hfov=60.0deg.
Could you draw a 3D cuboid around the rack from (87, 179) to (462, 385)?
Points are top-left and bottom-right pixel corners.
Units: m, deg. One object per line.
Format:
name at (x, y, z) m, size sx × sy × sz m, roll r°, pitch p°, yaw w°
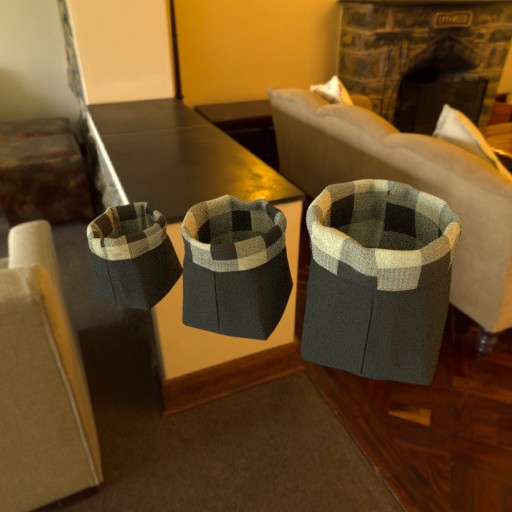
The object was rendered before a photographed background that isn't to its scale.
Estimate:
rack at (0.000, 0.000, 1.065) m, size 0.889 × 0.329 × 0.370 m, roll 9°, pitch 32°, yaw 15°
